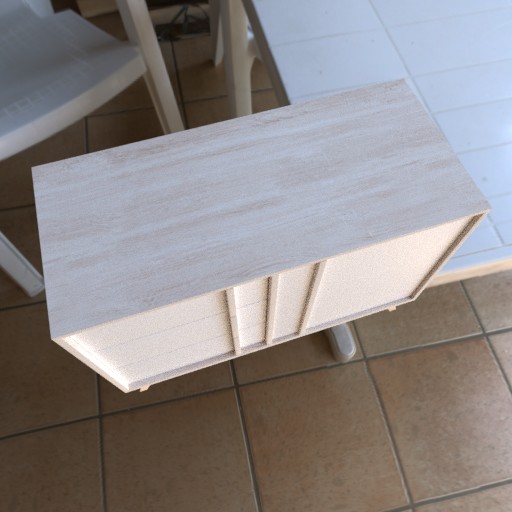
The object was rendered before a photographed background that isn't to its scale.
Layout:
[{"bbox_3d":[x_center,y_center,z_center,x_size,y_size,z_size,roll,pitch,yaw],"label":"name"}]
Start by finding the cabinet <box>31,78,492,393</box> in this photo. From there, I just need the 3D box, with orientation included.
[{"bbox_3d":[0.000,0.000,1.509,1.110,0.780,0.500,-16,64,-8],"label":"cabinet"}]
